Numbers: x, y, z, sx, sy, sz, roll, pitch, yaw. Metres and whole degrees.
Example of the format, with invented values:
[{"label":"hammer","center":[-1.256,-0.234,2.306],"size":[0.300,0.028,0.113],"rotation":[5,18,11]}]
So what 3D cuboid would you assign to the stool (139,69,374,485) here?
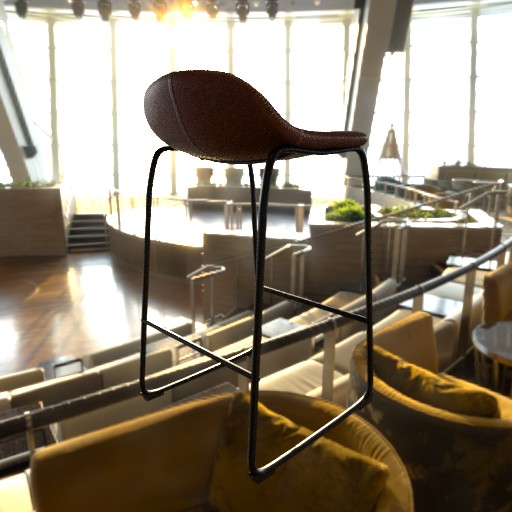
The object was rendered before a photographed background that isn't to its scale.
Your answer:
[{"label":"stool","center":[0.000,0.000,1.129],"size":[0.473,0.830,0.454],"rotation":[-13,19,-43]}]
